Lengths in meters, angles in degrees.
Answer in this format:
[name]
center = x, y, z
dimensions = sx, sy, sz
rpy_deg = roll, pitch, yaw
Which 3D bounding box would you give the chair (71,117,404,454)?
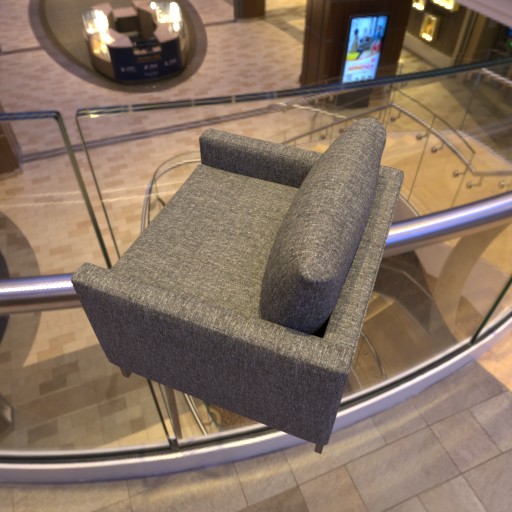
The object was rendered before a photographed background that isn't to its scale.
[chair]
center = 0.000, 0.000, 1.642
dimensions = 0.866, 0.861, 0.963
rpy_deg = 16, 48, 15
